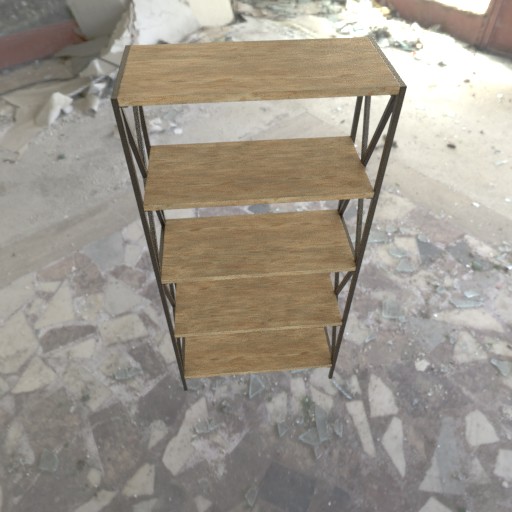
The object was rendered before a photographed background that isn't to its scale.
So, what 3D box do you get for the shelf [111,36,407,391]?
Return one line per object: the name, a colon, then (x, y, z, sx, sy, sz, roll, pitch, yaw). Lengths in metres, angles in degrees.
shelf: (0.000, 0.000, 2.087, 0.874, 1.803, 0.386, -4, 47, -3)
